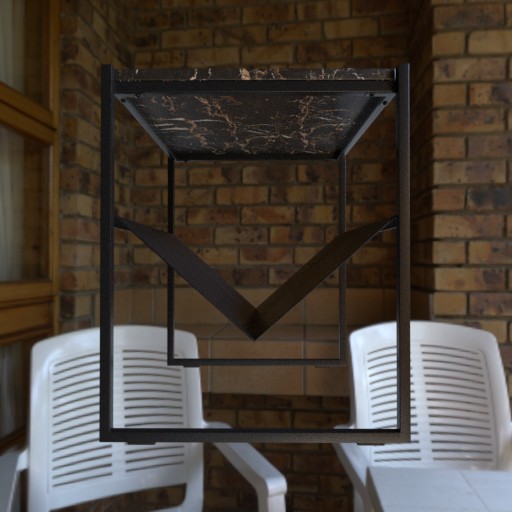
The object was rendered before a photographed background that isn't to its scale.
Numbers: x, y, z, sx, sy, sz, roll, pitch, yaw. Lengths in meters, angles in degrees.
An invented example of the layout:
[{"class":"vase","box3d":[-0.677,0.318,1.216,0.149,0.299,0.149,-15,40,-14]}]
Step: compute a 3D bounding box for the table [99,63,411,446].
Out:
[{"class":"table","box3d":[0.000,0.000,0.850,0.432,0.534,0.469,0,-1,0]}]
